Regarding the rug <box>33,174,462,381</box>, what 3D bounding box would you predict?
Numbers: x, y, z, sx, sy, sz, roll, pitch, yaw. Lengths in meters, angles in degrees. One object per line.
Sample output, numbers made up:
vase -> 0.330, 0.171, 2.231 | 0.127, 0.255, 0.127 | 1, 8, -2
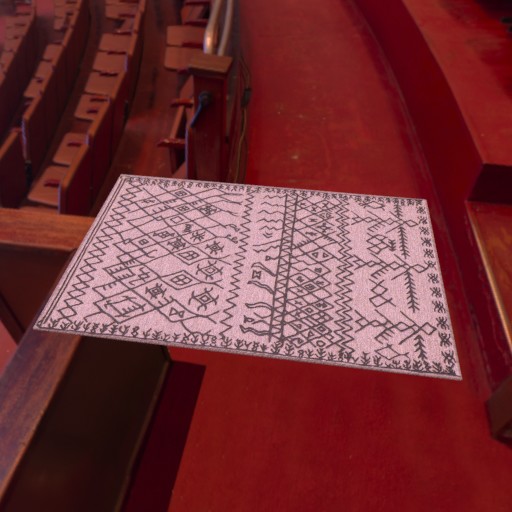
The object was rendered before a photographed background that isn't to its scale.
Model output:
rug -> 0.000, 0.000, 3.012 | 2.444, 0.012, 1.526 | 6, 47, 5
